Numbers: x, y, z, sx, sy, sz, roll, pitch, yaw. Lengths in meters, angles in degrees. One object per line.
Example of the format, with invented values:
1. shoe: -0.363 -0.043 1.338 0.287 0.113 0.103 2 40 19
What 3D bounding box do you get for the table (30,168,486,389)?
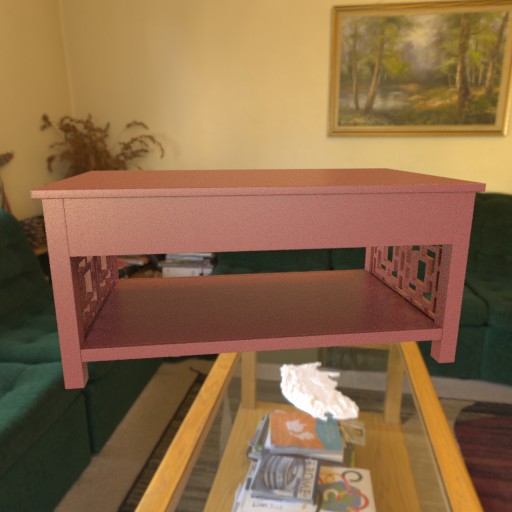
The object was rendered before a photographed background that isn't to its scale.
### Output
1. table: 0.000 0.000 1.384 1.068 0.493 0.612 -2 15 -7
